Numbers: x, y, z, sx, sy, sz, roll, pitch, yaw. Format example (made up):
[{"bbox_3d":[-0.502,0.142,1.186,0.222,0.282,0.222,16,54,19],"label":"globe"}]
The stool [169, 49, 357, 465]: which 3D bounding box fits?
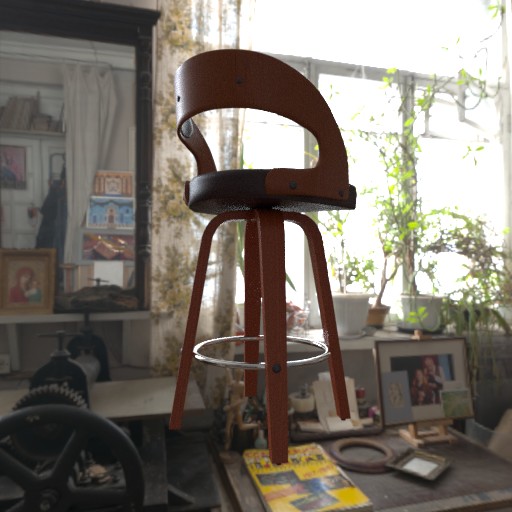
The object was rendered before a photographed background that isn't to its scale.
[{"bbox_3d":[0.000,0.000,1.210,0.457,0.940,0.457,0,0,36],"label":"stool"}]
